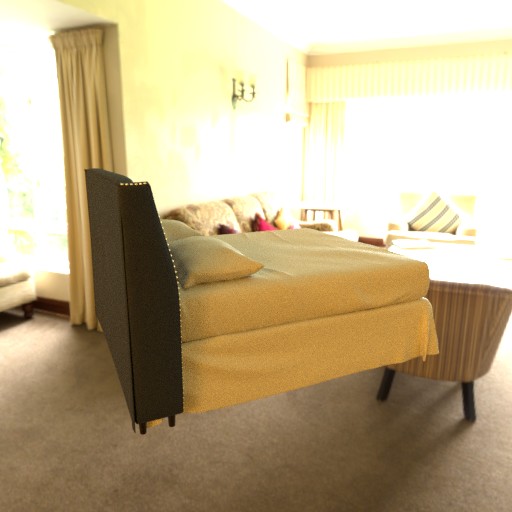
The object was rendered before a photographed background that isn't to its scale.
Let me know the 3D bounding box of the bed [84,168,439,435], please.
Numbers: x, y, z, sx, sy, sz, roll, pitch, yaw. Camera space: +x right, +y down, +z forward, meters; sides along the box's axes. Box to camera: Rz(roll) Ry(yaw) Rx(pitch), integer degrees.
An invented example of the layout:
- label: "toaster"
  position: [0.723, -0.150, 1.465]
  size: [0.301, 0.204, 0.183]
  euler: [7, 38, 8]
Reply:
- label: "bed"
  position: [0.000, 0.000, 3.433]
  size: [2.276, 1.332, 1.925]
  euler: [-6, 15, -24]
